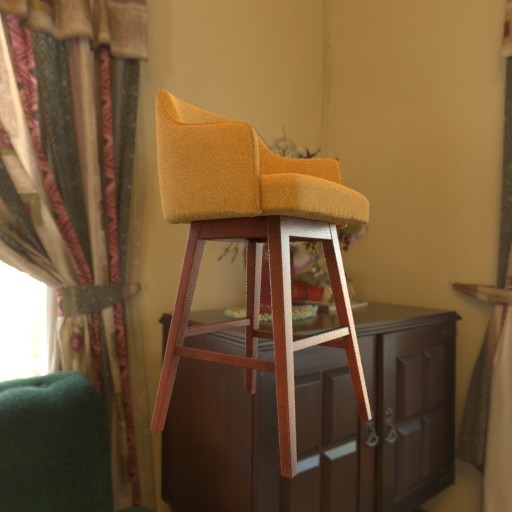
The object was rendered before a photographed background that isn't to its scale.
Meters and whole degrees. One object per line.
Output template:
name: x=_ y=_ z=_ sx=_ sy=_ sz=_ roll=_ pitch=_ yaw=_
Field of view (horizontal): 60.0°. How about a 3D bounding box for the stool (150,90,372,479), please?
stool: x=0.000 y=0.000 z=1.352 sx=0.558 sy=1.012 sz=0.548 roll=-1 pitch=-1 yaw=36
